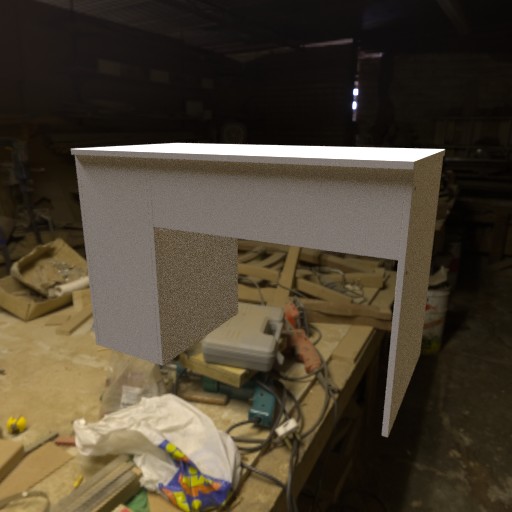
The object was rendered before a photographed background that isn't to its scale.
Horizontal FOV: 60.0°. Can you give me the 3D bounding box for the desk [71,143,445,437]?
[{"bbox_3d":[0.000,0.000,1.557,1.096,0.730,0.560,9,19,27],"label":"desk"}]
